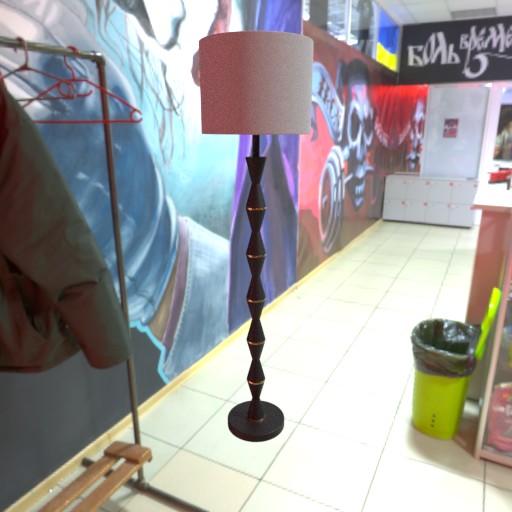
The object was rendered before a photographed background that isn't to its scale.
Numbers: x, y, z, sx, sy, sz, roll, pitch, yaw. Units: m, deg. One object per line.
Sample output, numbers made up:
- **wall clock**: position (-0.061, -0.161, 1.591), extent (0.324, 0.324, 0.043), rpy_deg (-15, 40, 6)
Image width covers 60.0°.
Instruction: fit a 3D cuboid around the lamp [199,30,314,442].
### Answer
- **lamp**: position (0.000, 0.000, 1.681), extent (0.381, 1.480, 0.381), rpy_deg (-9, 18, -28)
